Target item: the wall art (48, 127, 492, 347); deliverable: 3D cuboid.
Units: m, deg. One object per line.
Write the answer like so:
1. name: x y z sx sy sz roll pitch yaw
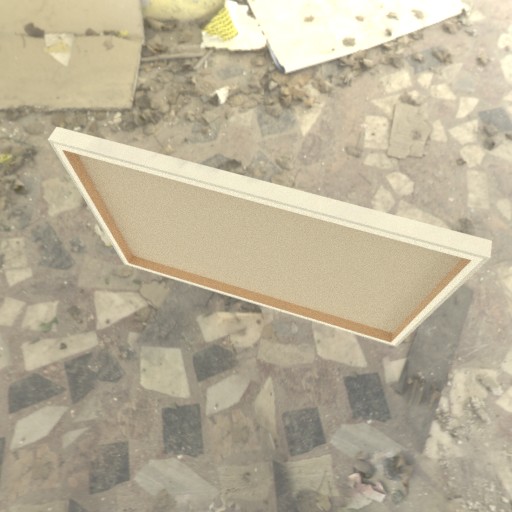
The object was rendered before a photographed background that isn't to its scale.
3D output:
1. wall art: 0.000 0.000 1.156 0.915 0.610 0.038 16 64 8
